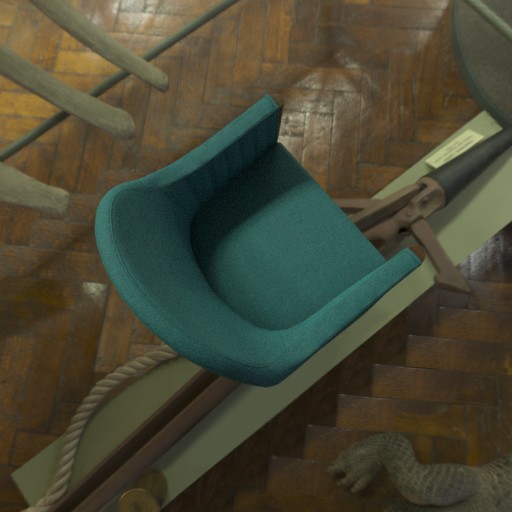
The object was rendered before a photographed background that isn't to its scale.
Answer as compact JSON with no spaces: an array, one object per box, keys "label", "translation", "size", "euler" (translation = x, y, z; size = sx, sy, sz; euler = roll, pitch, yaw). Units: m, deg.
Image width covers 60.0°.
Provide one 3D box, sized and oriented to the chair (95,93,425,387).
[{"label":"chair","translation":[0.000,0.000,1.324],"size":[0.652,0.907,0.656],"euler":[-38,79,-9]}]
